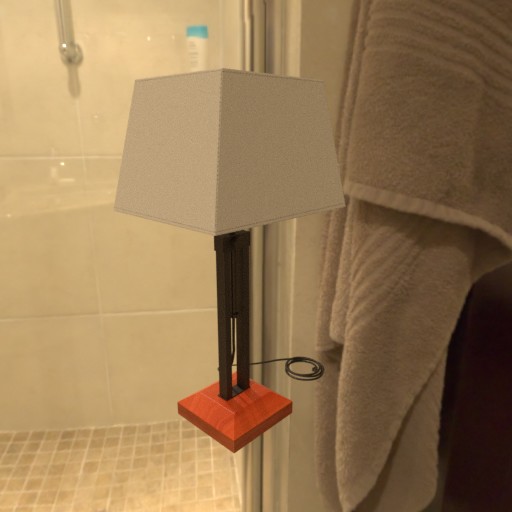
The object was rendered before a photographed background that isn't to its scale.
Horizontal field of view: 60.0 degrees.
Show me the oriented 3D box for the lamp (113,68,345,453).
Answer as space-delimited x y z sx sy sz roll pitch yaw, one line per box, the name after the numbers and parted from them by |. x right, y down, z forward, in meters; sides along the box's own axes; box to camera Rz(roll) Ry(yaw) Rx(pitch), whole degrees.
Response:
0.000 0.000 0.980 0.310 0.737 0.498 15 22 42 | lamp
